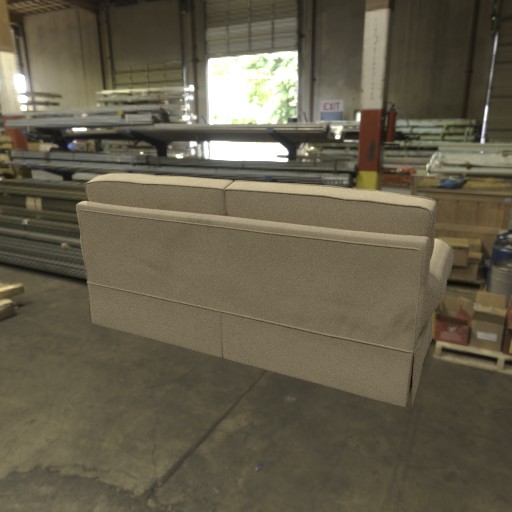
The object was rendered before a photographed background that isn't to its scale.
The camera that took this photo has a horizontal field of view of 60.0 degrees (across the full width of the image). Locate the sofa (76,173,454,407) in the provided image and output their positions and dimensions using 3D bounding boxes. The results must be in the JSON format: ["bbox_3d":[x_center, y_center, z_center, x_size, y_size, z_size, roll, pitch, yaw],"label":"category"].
[{"bbox_3d":[0.000,0.000,2.800,2.246,1.014,0.900,8,19,26],"label":"sofa"}]
